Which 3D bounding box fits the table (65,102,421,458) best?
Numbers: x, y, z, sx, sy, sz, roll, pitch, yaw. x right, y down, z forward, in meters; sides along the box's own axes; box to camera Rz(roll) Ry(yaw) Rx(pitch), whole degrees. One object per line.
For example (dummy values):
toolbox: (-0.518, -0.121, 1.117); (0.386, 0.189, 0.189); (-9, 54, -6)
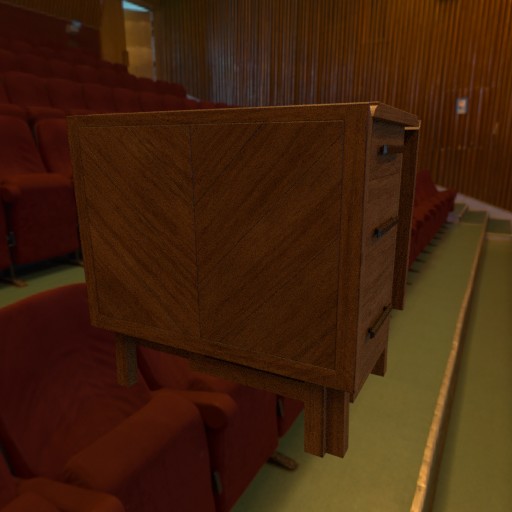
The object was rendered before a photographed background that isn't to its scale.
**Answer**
table: (0.000, 0.000, 1.260); (0.746, 0.763, 0.591); (7, 16, 27)
